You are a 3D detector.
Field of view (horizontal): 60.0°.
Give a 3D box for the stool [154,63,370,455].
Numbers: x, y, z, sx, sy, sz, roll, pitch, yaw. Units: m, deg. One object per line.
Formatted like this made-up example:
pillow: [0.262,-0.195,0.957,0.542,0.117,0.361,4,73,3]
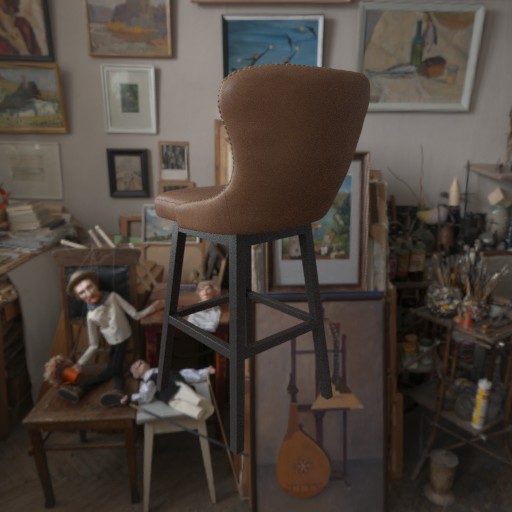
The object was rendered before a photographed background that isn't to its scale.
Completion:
stool: [0.000,0.000,1.399,0.528,1.050,0.601,-14,21,-40]
